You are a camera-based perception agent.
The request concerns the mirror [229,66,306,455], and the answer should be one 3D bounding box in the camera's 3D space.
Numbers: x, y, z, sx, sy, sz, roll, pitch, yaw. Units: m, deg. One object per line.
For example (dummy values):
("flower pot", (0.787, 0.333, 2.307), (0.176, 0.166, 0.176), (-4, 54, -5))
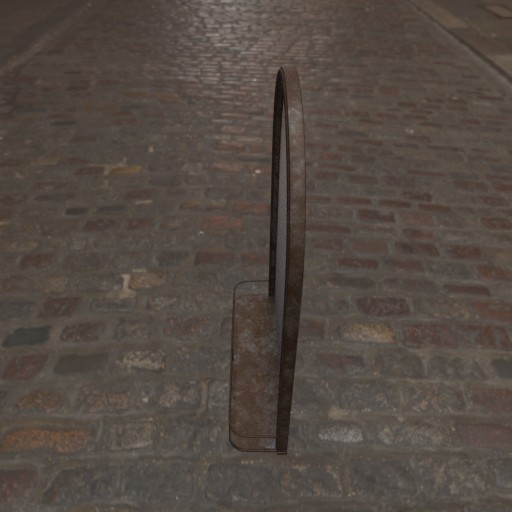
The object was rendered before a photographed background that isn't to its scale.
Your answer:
("mirror", (0.000, 0.000, 0.964), (0.137, 0.770, 0.510), (0, 40, 0))
